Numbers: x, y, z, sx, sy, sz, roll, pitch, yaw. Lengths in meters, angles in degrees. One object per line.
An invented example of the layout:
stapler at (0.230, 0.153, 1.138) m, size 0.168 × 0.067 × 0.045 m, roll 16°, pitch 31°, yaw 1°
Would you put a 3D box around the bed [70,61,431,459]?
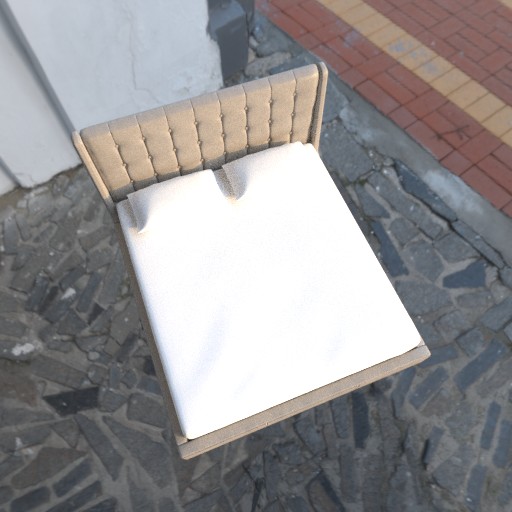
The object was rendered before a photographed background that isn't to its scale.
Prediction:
bed at (0.000, 0.000, 3.517) m, size 2.062 × 1.289 × 2.342 m, roll -19°, pitch 66°, yaw -9°
